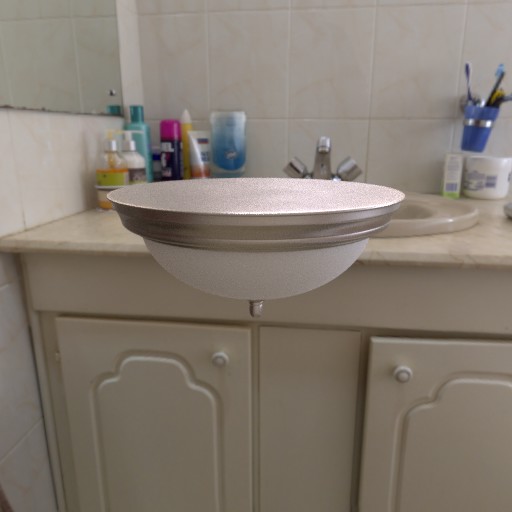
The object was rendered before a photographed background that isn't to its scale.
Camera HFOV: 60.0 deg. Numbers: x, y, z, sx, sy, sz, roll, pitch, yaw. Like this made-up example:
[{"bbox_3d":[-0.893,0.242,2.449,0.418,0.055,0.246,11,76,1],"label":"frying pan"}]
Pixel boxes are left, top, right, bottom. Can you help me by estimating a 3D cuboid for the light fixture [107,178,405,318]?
[{"bbox_3d":[0.000,0.000,0.453,0.280,0.135,0.280,0,15,0],"label":"light fixture"}]
